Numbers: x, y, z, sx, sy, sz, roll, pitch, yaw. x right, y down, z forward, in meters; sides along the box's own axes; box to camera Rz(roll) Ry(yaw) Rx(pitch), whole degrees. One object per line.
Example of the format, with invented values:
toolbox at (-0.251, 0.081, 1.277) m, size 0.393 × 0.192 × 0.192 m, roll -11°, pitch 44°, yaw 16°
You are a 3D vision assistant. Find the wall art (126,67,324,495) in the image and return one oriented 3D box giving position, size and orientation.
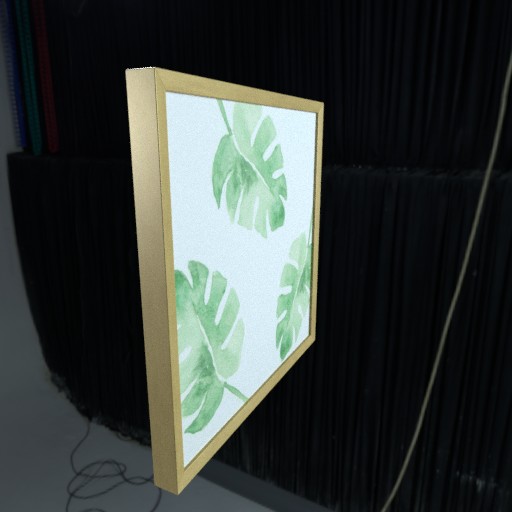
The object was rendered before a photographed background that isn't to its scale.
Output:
wall art at (0.000, 0.000, 0.726) m, size 0.038 × 0.508 × 0.508 m, roll 8°, pitch 17°, yaw 26°
